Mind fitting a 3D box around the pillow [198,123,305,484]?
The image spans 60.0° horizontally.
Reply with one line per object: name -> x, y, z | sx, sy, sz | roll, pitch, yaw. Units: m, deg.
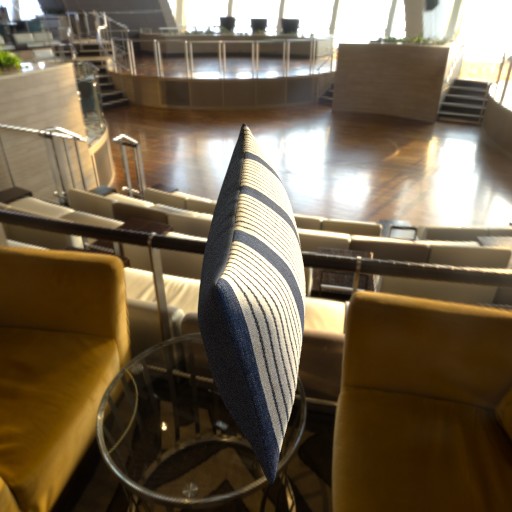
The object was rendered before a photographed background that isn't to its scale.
pillow -> 0.000, 0.000, 0.727 | 0.156, 0.292, 0.608 | 0, 30, 1
